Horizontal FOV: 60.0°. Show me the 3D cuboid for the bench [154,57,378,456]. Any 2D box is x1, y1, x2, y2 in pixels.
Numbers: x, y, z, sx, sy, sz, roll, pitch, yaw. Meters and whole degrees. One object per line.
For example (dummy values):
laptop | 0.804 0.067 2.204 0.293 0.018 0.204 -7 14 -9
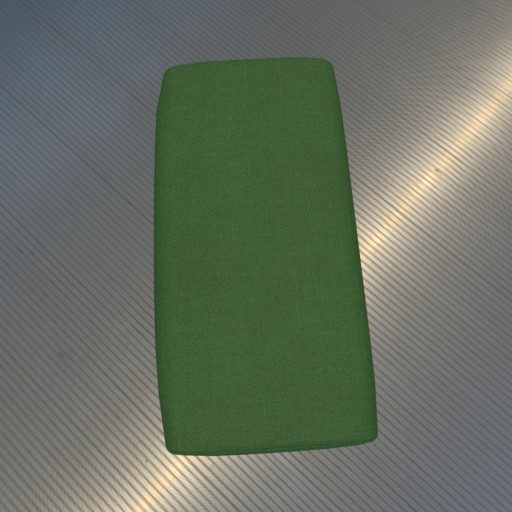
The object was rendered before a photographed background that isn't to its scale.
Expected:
bench | 0.000 0.000 1.285 0.505 0.501 0.989 -3 75 -1
